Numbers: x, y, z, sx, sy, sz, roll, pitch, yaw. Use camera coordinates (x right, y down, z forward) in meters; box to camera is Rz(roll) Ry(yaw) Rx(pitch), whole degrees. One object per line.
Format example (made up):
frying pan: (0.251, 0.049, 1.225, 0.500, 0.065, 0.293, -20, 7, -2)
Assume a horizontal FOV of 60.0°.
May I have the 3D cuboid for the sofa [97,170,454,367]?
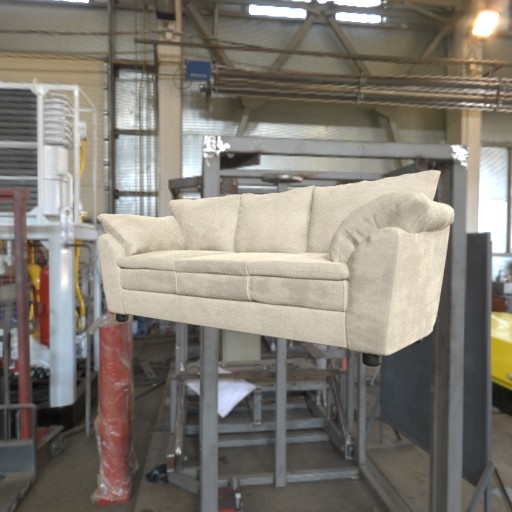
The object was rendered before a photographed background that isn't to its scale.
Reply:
sofa: (0.000, 0.000, 2.906, 2.377, 0.981, 0.893, 1, 2, 38)
